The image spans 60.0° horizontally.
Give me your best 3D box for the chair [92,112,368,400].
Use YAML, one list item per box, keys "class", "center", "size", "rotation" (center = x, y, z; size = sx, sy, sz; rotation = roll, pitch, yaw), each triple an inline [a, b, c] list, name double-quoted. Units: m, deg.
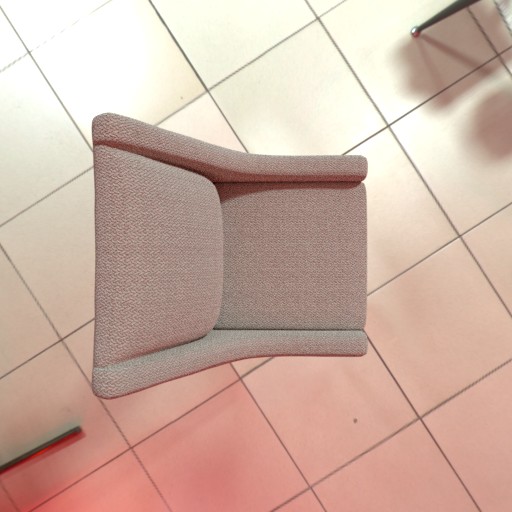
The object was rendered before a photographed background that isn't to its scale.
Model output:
- class: "chair"
  center: [0.000, 0.000, 1.643]
  size: [0.870, 1.014, 0.774]
  rotation: [0, 90, 1]
